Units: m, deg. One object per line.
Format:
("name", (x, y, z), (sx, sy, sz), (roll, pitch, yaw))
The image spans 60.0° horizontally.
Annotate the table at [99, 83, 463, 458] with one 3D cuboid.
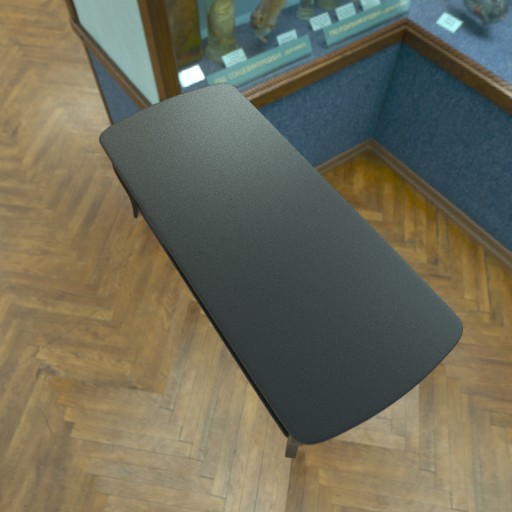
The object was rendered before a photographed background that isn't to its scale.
("table", (0.000, 0.000, 1.596), (0.571, 0.457, 1.333), (-29, 62, -17))
